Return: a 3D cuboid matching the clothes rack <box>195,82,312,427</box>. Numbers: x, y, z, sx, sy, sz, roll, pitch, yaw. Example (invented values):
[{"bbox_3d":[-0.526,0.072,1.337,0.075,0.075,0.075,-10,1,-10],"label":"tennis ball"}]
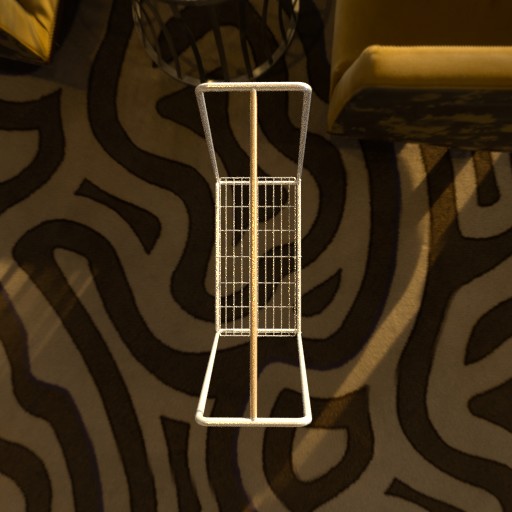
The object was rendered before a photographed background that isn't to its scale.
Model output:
[{"bbox_3d":[0.000,0.000,1.901,0.495,1.500,0.900,0,90,1],"label":"clothes rack"}]
